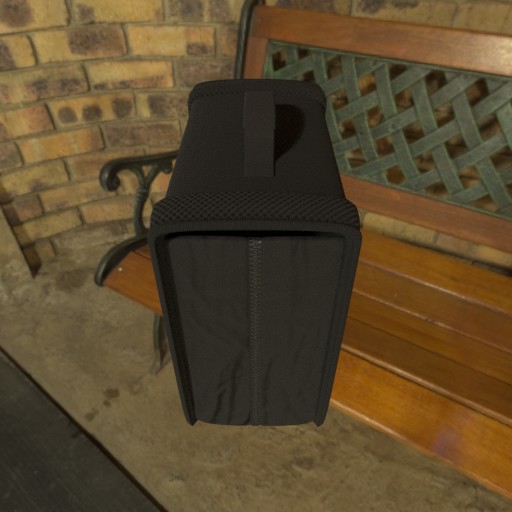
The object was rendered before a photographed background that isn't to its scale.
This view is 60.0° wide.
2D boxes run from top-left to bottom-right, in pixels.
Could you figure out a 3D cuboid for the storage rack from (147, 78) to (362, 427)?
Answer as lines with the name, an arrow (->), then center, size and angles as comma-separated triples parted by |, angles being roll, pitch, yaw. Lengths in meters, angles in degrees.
storage rack -> 0.000, 0.000, 0.540 | 0.168, 0.387, 0.297 | 0, 41, 0
